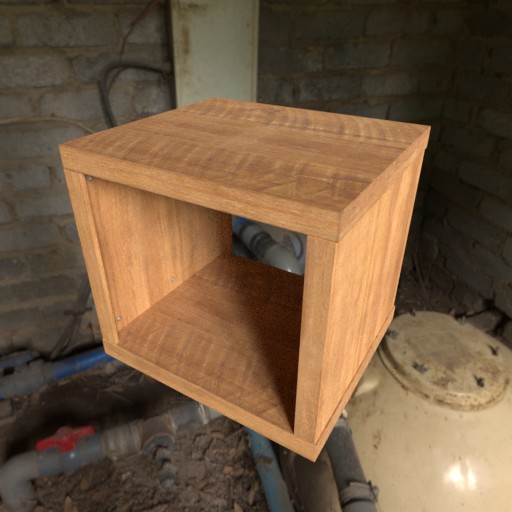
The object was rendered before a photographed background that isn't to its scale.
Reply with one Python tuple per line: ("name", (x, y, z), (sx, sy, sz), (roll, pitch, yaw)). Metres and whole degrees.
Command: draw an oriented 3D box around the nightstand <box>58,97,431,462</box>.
("nightstand", (0.000, 0.000, 0.893), (0.493, 0.491, 0.436), (17, 35, 27))
